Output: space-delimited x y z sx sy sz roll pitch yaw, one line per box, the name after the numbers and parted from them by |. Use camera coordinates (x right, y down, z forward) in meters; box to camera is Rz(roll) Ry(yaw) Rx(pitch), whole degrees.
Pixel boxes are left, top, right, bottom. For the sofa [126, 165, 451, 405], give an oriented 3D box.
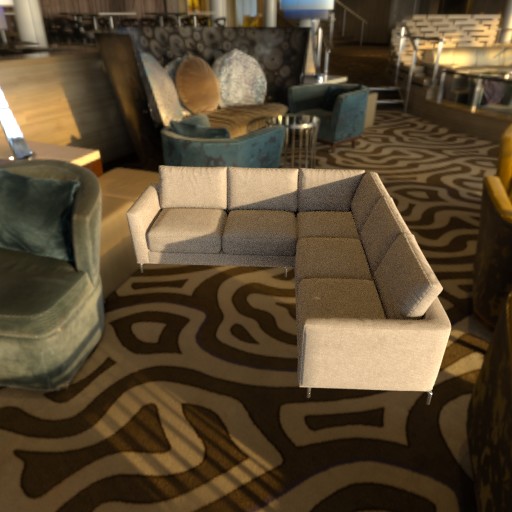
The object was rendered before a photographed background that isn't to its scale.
0.000 0.000 3.742 2.438 0.864 2.438 2 29 3 | sofa
